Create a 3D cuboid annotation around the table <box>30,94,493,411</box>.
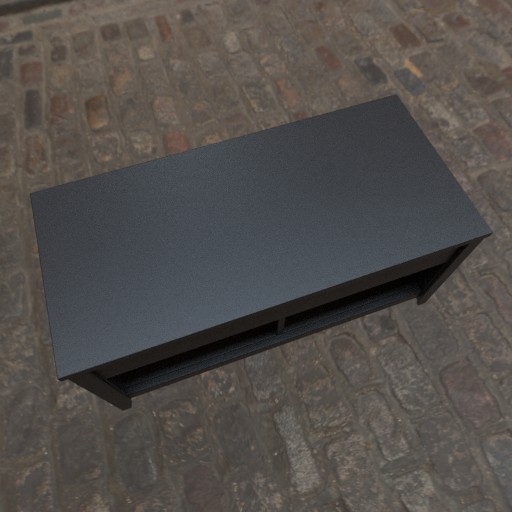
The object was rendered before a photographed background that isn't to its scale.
[{"bbox_3d":[0.000,0.000,1.272,1.016,0.457,0.483,-18,64,-9],"label":"table"}]
